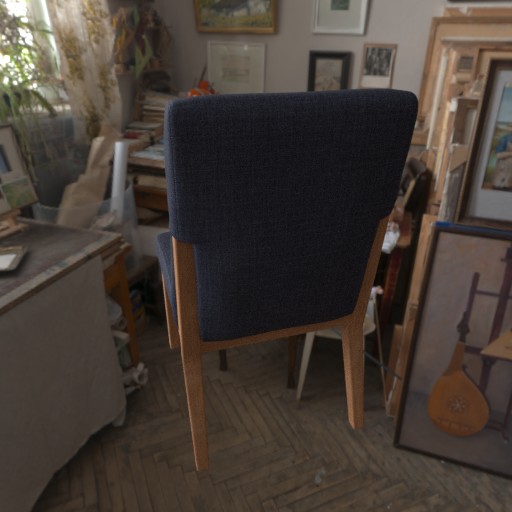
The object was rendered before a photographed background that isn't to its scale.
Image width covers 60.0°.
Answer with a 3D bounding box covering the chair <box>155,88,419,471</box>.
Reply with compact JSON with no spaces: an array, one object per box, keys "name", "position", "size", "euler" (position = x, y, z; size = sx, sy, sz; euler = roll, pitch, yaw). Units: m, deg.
[{"name":"chair","position":[0.000,0.000,1.217],"size":[0.507,0.911,0.586],"euler":[-8,28,-15]}]
